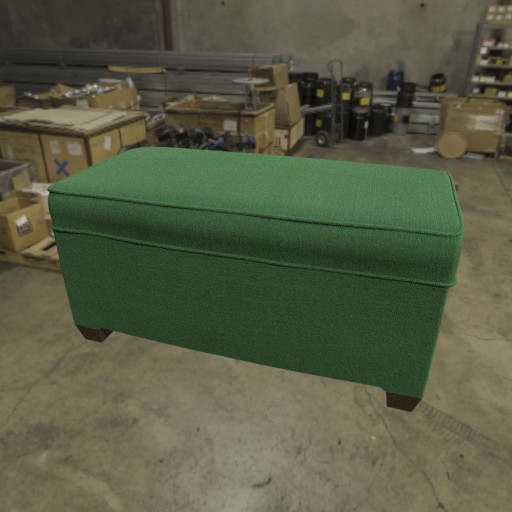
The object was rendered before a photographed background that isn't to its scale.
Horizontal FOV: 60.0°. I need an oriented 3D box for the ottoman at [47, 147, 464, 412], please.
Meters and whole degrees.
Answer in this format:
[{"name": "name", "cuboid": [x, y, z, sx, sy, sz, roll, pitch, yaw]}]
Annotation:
[{"name": "ottoman", "cuboid": [0.000, 0.000, 1.208, 0.957, 0.471, 0.483, 8, 28, 16]}]
